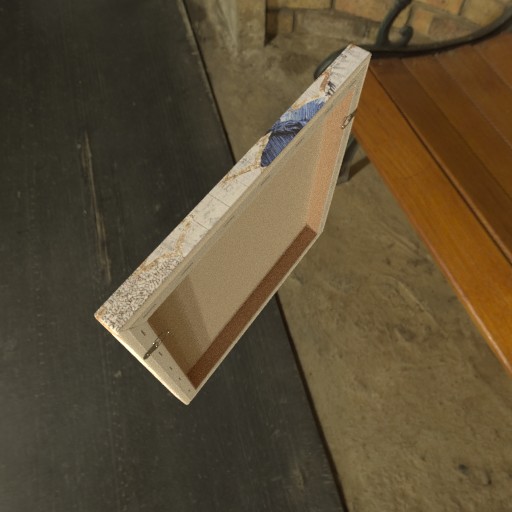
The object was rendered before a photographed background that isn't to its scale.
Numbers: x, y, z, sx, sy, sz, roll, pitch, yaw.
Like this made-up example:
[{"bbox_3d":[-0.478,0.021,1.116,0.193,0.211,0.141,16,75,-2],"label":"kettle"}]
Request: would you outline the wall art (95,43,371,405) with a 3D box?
[{"bbox_3d":[0.000,0.000,0.763,0.038,0.508,0.507,34,68,15],"label":"wall art"}]
